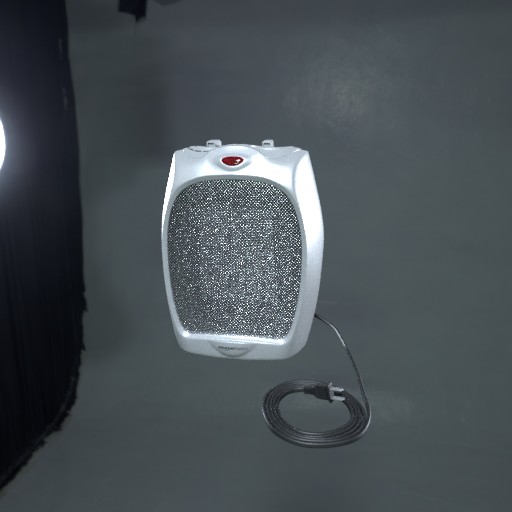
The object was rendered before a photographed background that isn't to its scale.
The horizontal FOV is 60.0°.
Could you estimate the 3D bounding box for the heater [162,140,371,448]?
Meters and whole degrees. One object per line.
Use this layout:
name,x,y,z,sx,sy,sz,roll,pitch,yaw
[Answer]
heater,0.000,0.000,0.473,0.239,0.240,0.291,2,15,9
